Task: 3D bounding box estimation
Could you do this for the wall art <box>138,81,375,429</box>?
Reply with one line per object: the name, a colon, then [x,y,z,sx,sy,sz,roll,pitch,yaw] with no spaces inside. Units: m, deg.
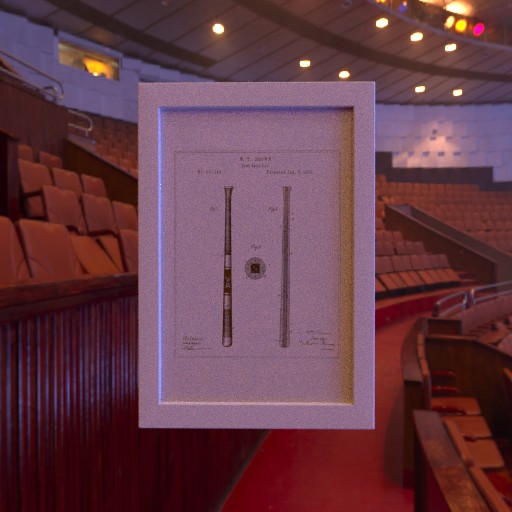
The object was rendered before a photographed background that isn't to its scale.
wall art: [0.000,0.000,0.621,0.329,0.482,0.011,0,0,1]
